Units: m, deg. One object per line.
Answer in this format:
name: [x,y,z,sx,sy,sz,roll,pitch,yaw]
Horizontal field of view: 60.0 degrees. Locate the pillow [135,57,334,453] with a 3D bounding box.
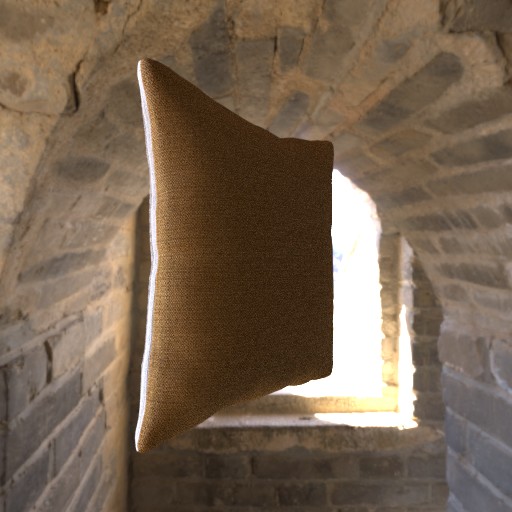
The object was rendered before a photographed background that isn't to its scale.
pillow: [0.000,0.000,0.657,0.147,0.437,0.432,-1,-1,37]
